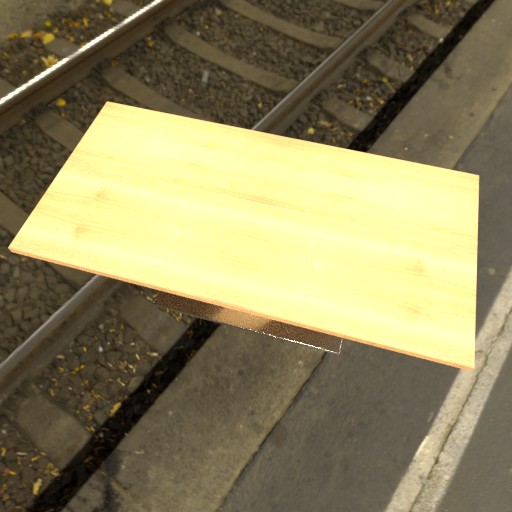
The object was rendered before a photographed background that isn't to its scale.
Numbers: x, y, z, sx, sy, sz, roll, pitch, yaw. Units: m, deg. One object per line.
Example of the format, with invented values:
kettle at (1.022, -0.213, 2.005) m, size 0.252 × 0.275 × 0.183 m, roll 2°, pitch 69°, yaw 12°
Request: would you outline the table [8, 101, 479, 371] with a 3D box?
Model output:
table at (0.000, 0.000, 2.185) m, size 1.800 × 0.750 × 0.900 m, roll 13°, pitch 60°, yaw 8°
